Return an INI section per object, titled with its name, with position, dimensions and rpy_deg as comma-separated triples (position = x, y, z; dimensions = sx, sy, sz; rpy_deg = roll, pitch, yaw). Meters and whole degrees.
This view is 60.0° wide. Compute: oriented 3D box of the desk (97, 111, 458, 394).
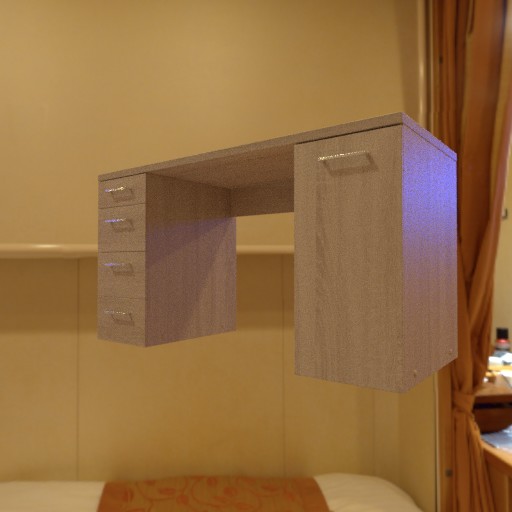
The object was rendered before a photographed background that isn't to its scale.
[desk]
position = 0.000, 0.000, 1.794
dimensions = 1.390, 0.740, 0.600
rpy_deg = -1, -1, 38
